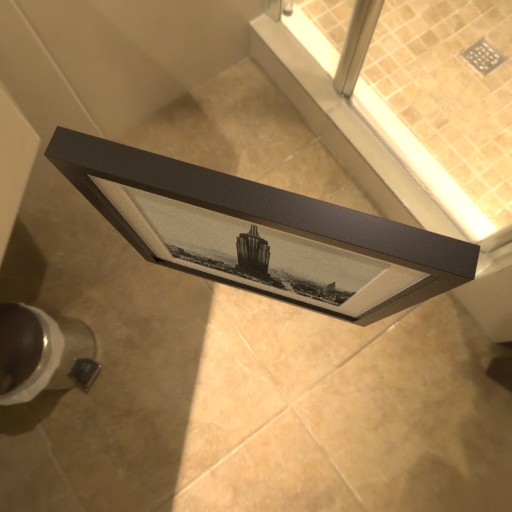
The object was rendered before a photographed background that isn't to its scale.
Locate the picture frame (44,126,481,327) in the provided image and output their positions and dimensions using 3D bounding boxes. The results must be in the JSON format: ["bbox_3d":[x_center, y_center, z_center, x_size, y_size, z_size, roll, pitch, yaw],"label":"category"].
[{"bbox_3d":[0.000,0.000,0.523,0.355,0.353,0.029,17,76,4],"label":"picture frame"}]
